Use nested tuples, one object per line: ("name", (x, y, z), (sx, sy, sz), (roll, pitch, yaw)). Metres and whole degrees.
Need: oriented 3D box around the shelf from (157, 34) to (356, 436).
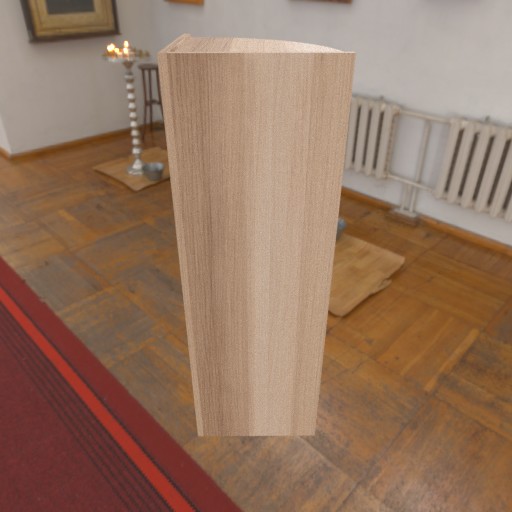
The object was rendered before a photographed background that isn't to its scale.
("shelf", (0.000, 0.000, 0.997), (0.290, 0.872, 0.290), (0, 32, 0))
